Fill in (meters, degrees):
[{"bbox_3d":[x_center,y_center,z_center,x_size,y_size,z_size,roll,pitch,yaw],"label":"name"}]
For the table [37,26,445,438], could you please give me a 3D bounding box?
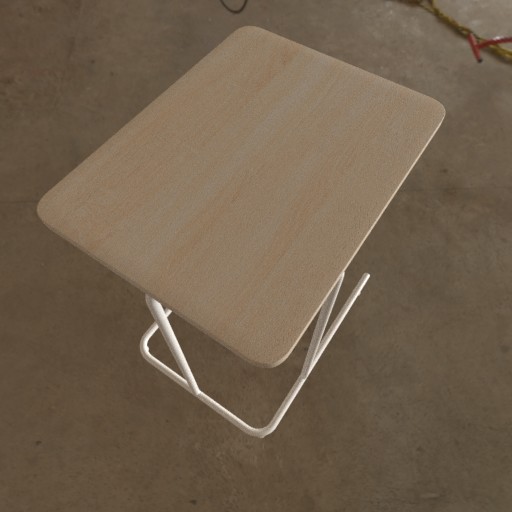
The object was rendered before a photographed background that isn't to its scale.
[{"bbox_3d":[0.000,0.000,0.841,0.370,0.550,0.480,30,64,17],"label":"table"}]
